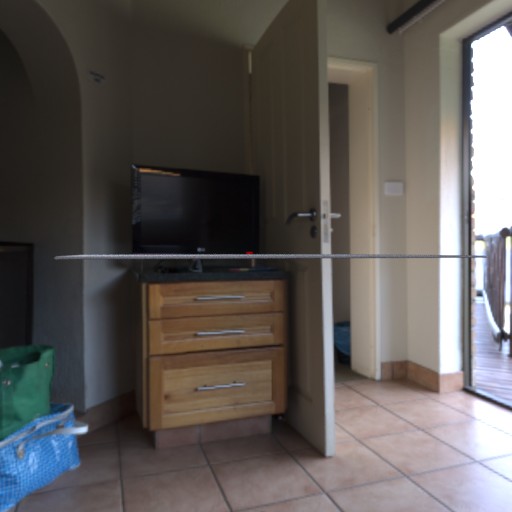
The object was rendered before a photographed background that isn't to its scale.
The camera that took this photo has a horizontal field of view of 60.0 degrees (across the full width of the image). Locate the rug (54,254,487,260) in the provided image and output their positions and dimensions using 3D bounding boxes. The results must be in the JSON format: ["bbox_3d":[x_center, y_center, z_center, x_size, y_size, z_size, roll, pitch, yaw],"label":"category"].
[{"bbox_3d":[0.000,0.000,2.764,2.115,0.013,1.517,0,0,-17],"label":"rug"}]
